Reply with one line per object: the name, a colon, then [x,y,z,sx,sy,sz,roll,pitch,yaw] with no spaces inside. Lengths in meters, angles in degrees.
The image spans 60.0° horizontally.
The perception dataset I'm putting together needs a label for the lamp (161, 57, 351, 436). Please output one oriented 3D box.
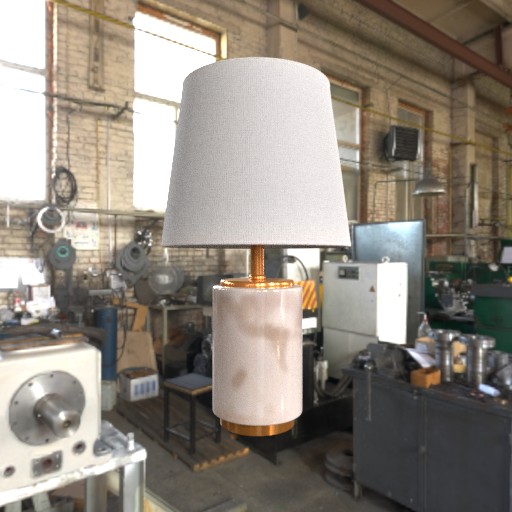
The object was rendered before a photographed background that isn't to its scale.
lamp: [0.000,0.000,0.452,0.189,0.340,0.189,0,0,0]
